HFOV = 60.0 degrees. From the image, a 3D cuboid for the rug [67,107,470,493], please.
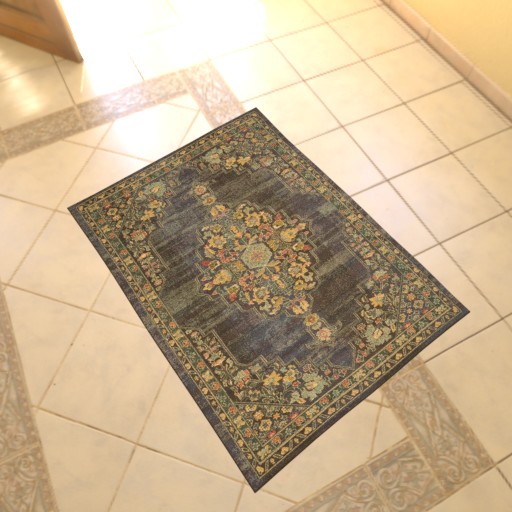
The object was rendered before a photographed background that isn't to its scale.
[{"bbox_3d":[0.000,0.000,4.766,2.716,0.035,3.612,-33,66,-17],"label":"rug"}]
